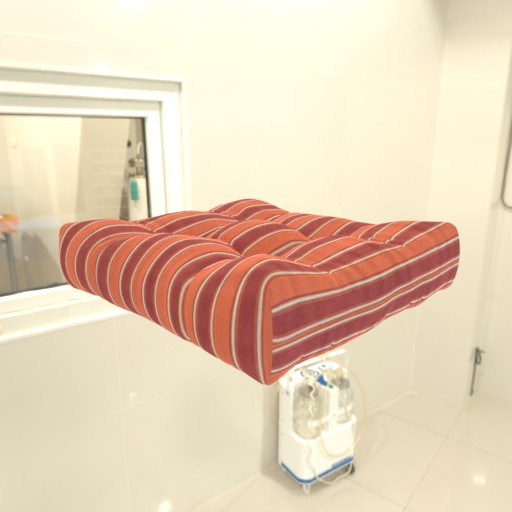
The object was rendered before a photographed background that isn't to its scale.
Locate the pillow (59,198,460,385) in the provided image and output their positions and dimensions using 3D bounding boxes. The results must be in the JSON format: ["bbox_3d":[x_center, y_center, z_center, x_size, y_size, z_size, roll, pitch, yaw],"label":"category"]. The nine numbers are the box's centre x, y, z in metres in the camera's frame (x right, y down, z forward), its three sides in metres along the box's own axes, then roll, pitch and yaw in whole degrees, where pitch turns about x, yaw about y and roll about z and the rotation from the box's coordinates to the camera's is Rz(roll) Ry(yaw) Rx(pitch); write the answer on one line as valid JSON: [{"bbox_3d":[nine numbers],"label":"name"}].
[{"bbox_3d":[0.000,0.000,0.721,0.468,0.133,0.490,-14,20,-43],"label":"pillow"}]
